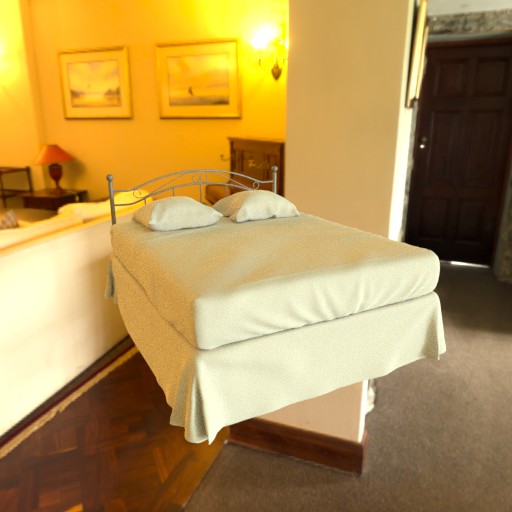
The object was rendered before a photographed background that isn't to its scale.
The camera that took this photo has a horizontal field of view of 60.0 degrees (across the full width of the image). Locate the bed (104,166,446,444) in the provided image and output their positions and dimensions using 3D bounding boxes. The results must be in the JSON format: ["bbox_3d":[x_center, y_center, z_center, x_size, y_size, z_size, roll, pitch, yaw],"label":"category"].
[{"bbox_3d":[0.000,0.000,3.278,1.936,1.080,2.215,-9,19,-27],"label":"bed"}]
